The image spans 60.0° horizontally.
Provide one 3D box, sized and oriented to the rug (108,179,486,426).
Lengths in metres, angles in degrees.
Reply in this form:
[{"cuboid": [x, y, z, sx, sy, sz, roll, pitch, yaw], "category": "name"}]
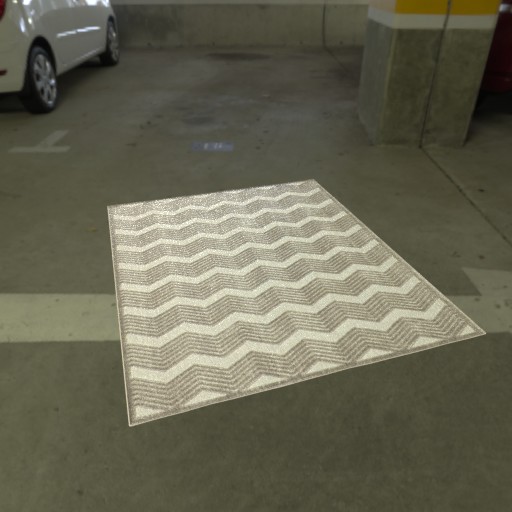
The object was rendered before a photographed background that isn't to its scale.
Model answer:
[{"cuboid": [0.000, 0.000, 3.882, 2.391, 0.005, 2.880, -10, 34, -15], "category": "rug"}]
